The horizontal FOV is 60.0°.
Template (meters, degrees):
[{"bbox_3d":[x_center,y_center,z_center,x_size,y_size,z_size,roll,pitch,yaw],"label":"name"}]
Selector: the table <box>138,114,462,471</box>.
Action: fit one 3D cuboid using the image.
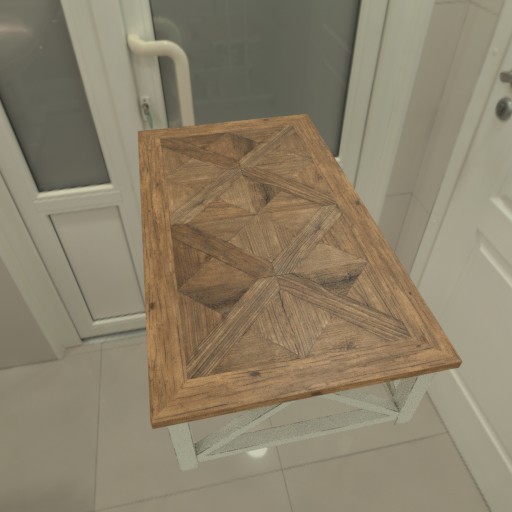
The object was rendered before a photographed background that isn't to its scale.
[{"bbox_3d":[0.000,0.000,1.723,0.800,0.410,1.400,-8,45,-9],"label":"table"}]
